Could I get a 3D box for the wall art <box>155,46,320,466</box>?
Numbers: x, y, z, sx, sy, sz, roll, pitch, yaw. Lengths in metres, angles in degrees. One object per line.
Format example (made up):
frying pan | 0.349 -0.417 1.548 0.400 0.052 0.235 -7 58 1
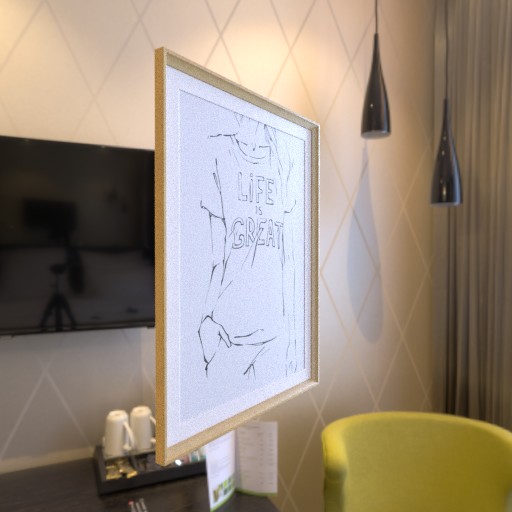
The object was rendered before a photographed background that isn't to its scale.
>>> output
wall art | 0.000 0.000 1.390 0.030 1.002 0.798 1 1 36
